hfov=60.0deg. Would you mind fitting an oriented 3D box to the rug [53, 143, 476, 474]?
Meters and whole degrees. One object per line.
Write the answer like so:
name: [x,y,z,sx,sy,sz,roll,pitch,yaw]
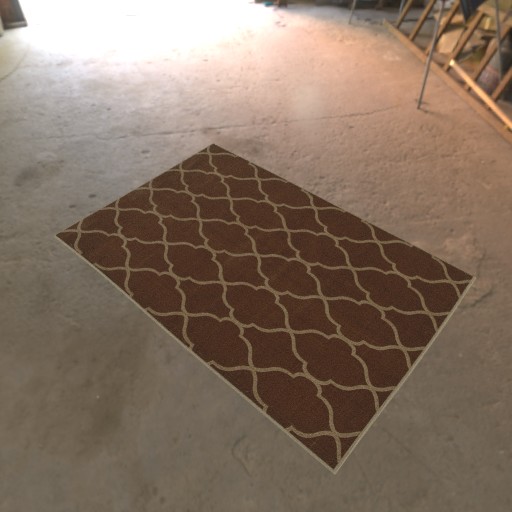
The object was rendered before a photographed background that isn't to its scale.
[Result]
rug: [0.000,0.000,2.849,2.294,0.014,1.528,32,54,27]
